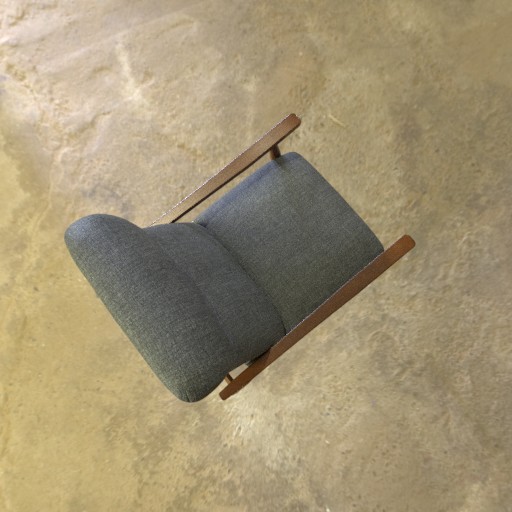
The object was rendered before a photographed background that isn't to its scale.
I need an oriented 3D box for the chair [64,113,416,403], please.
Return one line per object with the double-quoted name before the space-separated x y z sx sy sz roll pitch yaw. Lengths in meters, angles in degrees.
"chair" 0.000 0.000 1.829 1.030 1.082 0.762 -38 78 -9
